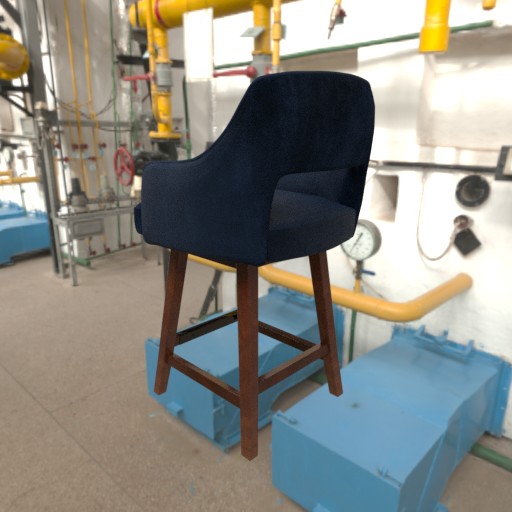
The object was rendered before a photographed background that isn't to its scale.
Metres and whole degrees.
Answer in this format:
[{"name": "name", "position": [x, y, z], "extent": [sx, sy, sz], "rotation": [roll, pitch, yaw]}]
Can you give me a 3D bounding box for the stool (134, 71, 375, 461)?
[{"name": "stool", "position": [0.000, 0.000, 1.275], "extent": [0.560, 0.940, 0.550], "rotation": [15, 22, 42]}]
